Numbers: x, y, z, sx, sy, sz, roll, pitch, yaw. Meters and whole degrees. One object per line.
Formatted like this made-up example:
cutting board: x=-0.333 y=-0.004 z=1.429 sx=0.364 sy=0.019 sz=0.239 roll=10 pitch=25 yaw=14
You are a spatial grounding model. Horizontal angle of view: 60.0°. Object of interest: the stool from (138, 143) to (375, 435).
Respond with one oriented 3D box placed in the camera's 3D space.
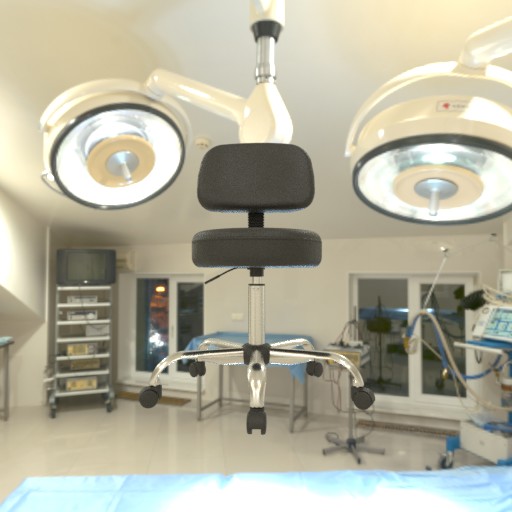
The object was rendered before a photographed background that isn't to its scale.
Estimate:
stool: x=0.000 y=0.000 z=1.357 sx=0.673 sy=0.862 sz=0.648 roll=0 pitch=-2 yaw=0
